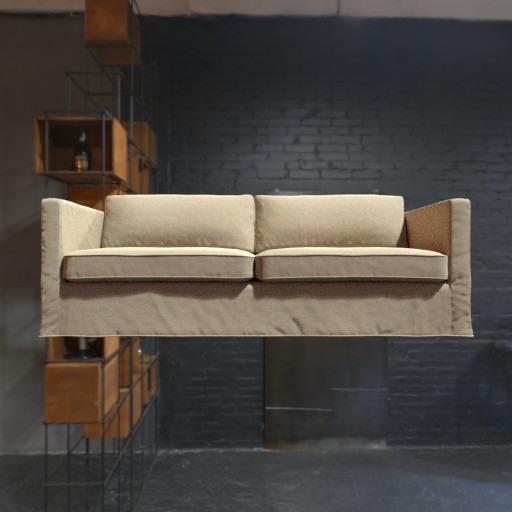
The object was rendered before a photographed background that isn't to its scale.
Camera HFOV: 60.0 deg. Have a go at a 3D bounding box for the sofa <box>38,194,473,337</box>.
[{"bbox_3d":[0.000,0.000,2.779,2.312,0.853,0.962,0,0,0],"label":"sofa"}]
